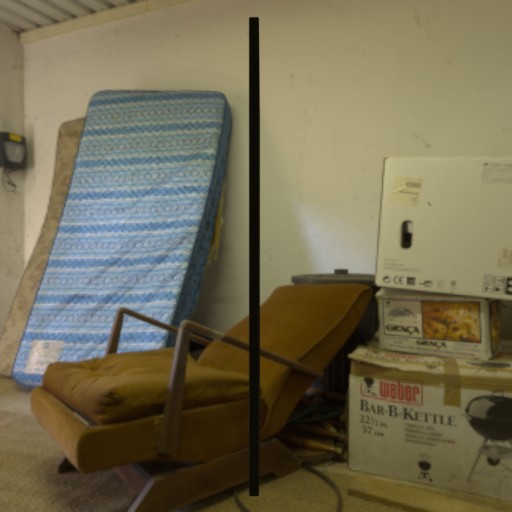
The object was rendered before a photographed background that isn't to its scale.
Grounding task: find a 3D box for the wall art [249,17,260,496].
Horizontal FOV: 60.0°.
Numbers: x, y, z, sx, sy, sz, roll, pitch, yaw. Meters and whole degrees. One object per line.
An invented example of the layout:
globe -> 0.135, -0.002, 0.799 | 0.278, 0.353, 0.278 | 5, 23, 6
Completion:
wall art -> 0.000, 0.000, 0.675 | 0.012, 0.529, 0.374 | 0, 1, 1
